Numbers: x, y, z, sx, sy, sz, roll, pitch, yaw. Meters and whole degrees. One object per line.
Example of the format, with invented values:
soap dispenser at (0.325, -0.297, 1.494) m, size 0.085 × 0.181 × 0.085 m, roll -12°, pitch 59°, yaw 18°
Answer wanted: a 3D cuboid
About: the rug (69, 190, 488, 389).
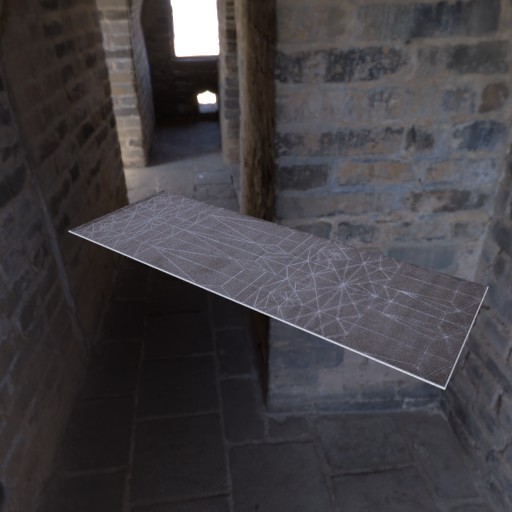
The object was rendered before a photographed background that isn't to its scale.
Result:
rug at (0.000, 0.000, 2.622) m, size 2.388 × 0.012 × 0.864 m, roll 19°, pitch 35°, yaw 29°
